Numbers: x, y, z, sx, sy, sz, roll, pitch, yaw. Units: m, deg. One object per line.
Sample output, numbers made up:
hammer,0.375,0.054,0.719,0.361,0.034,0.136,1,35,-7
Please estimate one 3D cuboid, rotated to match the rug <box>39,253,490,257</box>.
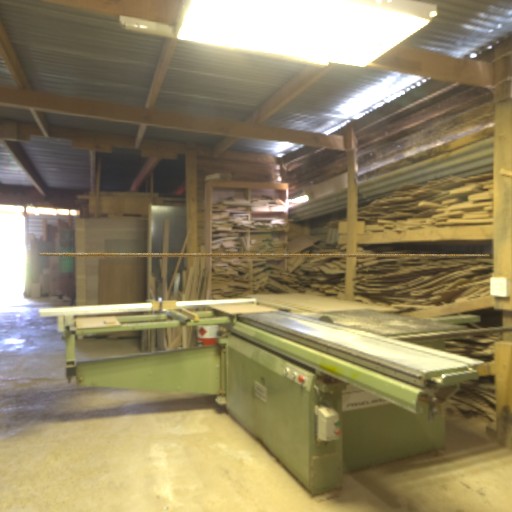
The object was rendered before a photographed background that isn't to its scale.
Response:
rug,0.000,0.000,2.961,2.424,0.010,1.511,0,0,-18
